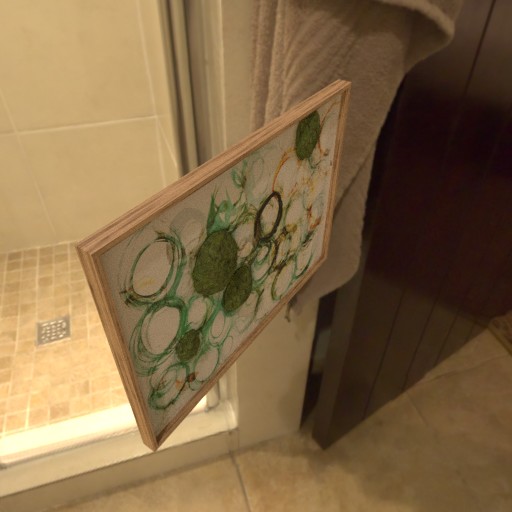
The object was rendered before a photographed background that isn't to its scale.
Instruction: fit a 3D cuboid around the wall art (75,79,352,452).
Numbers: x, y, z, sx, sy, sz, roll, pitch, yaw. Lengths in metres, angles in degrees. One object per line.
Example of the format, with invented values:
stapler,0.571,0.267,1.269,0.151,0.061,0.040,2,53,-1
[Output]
wall art,0.000,0.000,1.097,0.063,0.609,0.841,25,47,26
